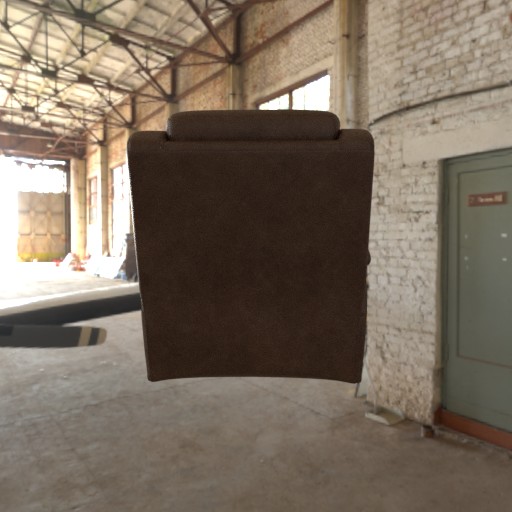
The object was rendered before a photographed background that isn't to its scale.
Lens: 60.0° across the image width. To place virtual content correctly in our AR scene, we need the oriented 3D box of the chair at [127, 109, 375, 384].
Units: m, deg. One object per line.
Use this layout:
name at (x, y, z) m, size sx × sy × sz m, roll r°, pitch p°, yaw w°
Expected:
chair at (0.000, 0.000, 1.871) m, size 0.940 × 0.990 × 1.067 m, roll 0°, pitch 2°, yaw 2°
